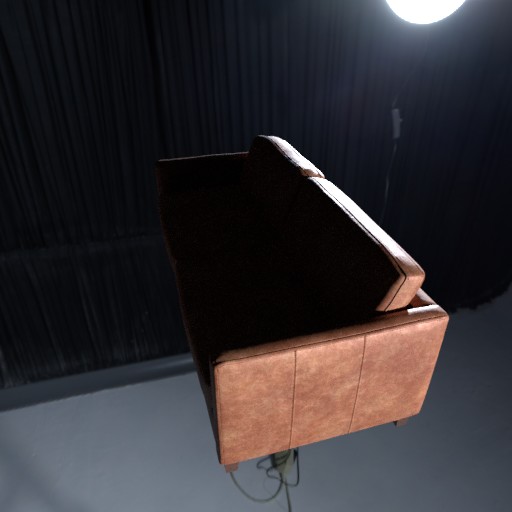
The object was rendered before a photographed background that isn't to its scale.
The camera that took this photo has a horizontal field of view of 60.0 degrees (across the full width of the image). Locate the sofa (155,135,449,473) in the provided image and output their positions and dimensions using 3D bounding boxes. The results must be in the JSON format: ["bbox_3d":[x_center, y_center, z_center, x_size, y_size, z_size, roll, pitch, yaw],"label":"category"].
[{"bbox_3d":[0.000,0.000,2.423,0.923,0.863,1.971,-9,33,-14],"label":"sofa"}]
